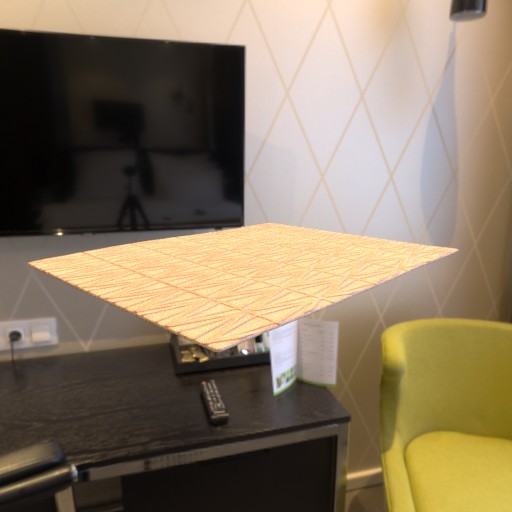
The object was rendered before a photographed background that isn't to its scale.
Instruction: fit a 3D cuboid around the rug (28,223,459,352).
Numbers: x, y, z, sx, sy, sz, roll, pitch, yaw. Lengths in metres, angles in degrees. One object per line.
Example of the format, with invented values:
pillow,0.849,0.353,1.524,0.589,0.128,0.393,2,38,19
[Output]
rug,0.000,0.000,3.982,2.453,0.043,3.052,12,18,43
